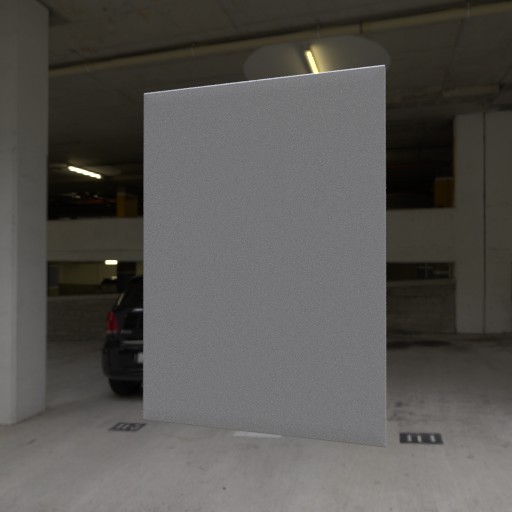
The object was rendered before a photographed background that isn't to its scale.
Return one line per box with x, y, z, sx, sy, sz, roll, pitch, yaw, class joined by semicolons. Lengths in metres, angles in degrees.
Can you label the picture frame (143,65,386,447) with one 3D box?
0.000;0.000;0.677;0.381;0.534;0.012;0;0;16;picture frame
